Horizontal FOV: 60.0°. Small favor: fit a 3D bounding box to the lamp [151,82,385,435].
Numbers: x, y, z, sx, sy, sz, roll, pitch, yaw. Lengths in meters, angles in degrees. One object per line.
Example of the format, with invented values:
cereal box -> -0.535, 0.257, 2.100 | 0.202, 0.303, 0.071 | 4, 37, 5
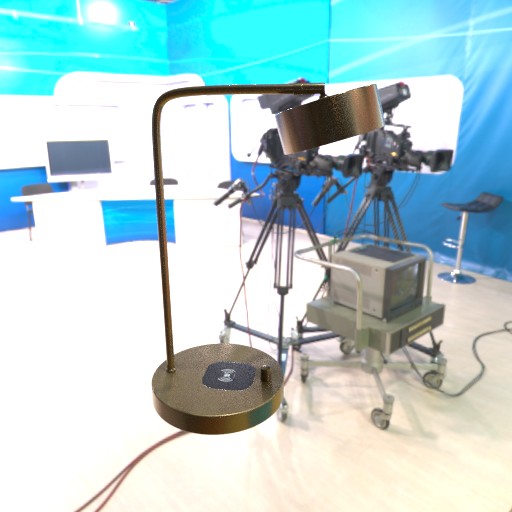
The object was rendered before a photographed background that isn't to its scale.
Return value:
lamp -> 0.000, 0.000, 0.522 | 0.270, 0.380, 0.171 | 3, 17, 9
